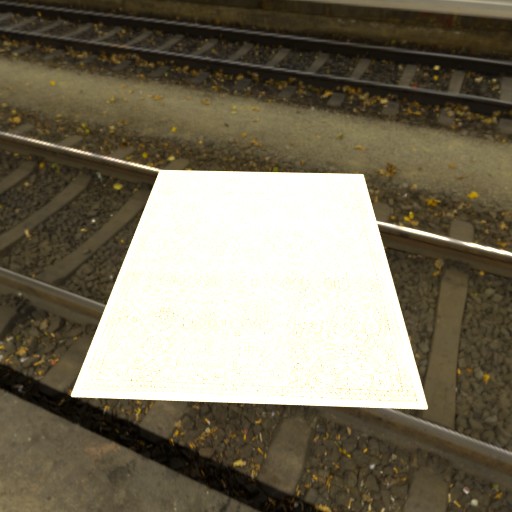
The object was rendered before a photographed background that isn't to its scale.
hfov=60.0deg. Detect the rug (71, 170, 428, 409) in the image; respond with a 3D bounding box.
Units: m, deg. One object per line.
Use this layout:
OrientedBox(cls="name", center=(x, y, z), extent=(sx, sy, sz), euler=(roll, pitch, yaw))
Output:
OrientedBox(cls="rug", center=(0.000, 0.000, 4.170), extent=(2.441, 0.015, 3.050), euler=(1, 41, 2))
